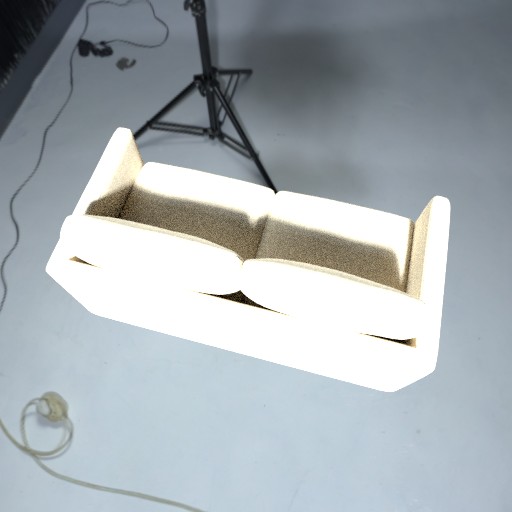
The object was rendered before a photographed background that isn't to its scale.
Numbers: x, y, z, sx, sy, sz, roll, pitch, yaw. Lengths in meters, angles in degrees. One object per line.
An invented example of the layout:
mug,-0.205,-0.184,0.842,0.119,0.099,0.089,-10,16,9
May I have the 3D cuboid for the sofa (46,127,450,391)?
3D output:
sofa,0.000,0.000,2.457,1.884,0.963,0.950,14,66,6
